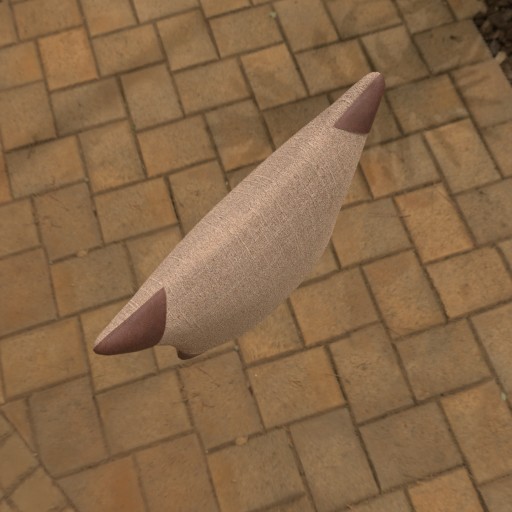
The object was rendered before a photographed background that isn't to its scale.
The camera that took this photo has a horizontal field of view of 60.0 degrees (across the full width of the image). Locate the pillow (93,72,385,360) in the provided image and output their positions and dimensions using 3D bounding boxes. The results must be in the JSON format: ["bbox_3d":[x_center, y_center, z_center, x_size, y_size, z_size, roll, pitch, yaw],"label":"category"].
[{"bbox_3d":[0.000,0.000,0.675,0.147,0.448,0.437,42,79,10],"label":"pillow"}]
